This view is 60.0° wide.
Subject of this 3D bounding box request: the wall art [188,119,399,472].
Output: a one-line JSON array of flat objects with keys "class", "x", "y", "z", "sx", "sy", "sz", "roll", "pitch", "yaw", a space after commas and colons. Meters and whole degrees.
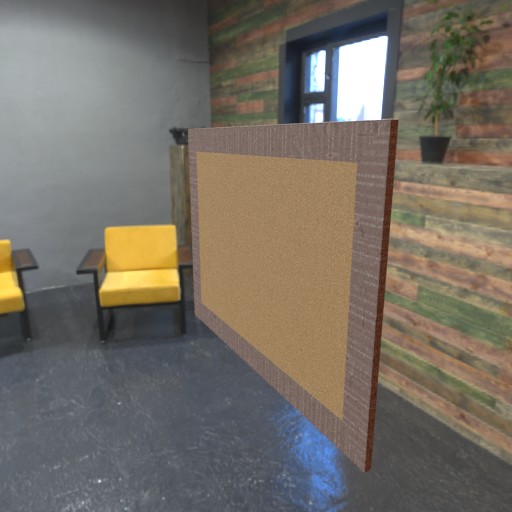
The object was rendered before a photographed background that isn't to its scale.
[{"class": "wall art", "x": 0.000, "y": 0.000, "z": 1.350, "sx": 0.020, "sy": 0.761, "sz": 1.056, "roll": -8, "pitch": 17, "yaw": -28}]
